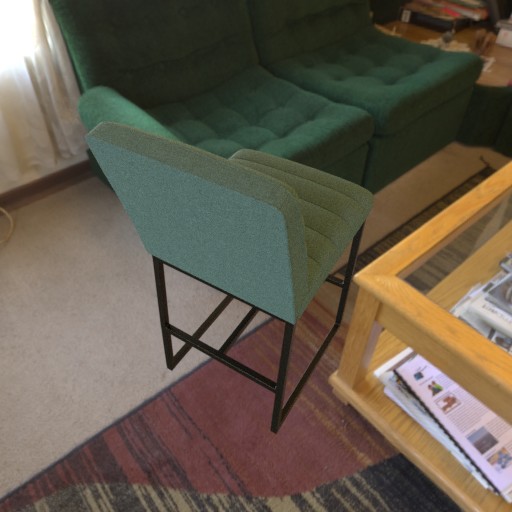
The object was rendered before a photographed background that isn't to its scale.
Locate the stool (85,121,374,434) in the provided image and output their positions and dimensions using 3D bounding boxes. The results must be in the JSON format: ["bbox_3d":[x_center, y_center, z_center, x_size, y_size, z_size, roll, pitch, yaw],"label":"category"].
[{"bbox_3d":[0.000,0.000,1.263,0.460,0.940,0.560,24,50,22],"label":"stool"}]
